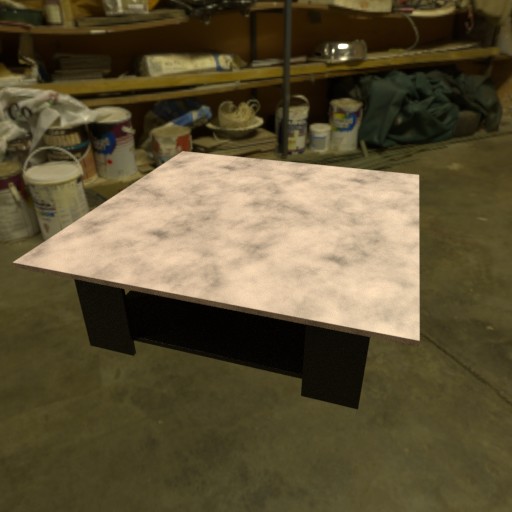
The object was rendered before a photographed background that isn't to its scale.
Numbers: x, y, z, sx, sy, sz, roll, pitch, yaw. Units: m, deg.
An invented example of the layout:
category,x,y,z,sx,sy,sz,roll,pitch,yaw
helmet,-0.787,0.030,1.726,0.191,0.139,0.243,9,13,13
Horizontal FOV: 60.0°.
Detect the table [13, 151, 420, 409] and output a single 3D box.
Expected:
category,x,y,z,sx,sy,sz,roll,pitch,yaw
table,0.000,0.000,1.344,0.890,0.305,0.890,9,31,15
